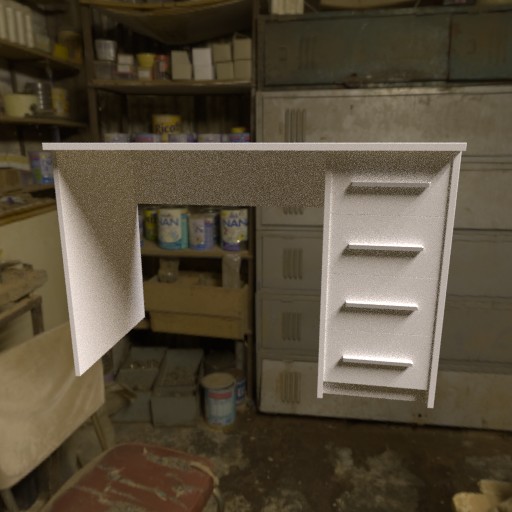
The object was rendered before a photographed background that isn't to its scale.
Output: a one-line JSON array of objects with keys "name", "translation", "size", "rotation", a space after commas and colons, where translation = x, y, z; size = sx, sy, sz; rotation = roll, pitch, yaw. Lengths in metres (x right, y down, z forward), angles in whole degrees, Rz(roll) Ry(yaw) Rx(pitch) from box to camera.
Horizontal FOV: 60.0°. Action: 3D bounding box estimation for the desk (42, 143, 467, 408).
[{"name": "desk", "translation": [0.000, 0.000, 1.481], "size": [1.096, 0.730, 0.560], "rotation": [2, 14, 9]}]
